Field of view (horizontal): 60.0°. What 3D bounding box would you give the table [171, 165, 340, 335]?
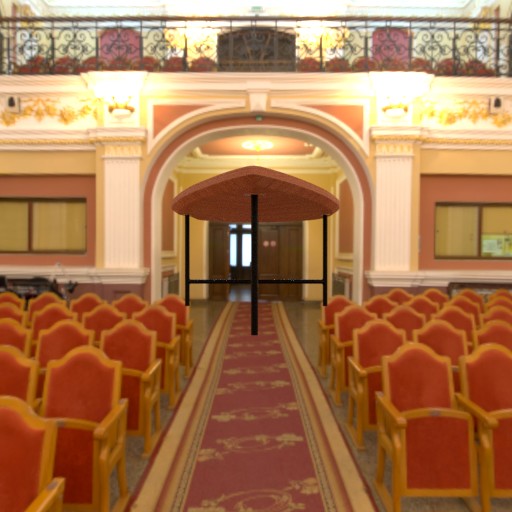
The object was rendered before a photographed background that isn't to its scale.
[{"bbox_3d":[0.000,0.000,1.457,0.598,0.360,1.199,0,0,0],"label":"table"}]
